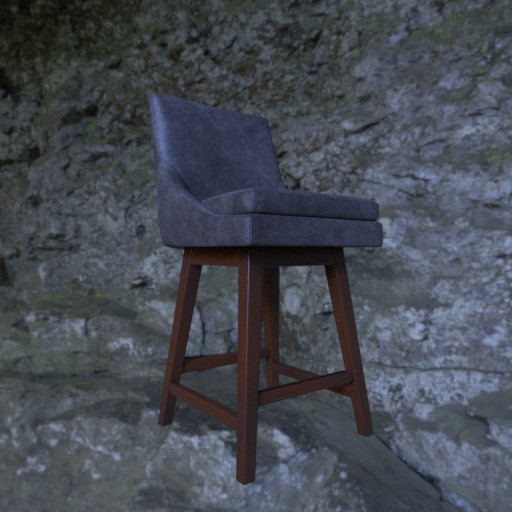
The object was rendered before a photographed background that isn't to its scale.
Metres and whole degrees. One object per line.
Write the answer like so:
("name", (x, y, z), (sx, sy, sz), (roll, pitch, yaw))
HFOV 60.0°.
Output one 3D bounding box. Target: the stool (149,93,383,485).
("stool", (0.000, 0.000, 1.357), (0.492, 1.046, 0.587), (0, 1, -37))
